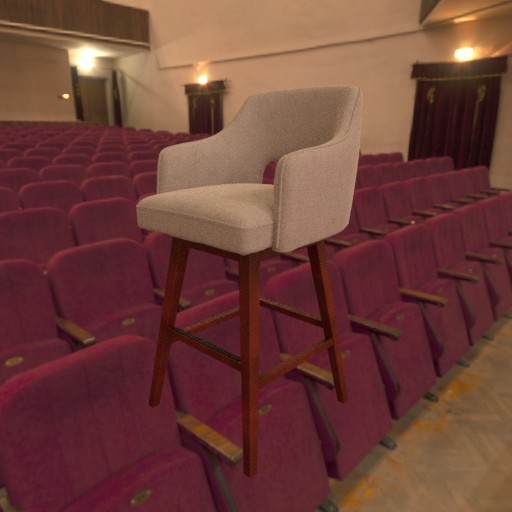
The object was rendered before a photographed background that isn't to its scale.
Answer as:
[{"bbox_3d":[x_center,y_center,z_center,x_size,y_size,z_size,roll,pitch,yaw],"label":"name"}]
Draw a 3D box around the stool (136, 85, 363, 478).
[{"bbox_3d":[0.000,0.000,1.371,0.548,1.012,0.558,15,21,41],"label":"stool"}]
